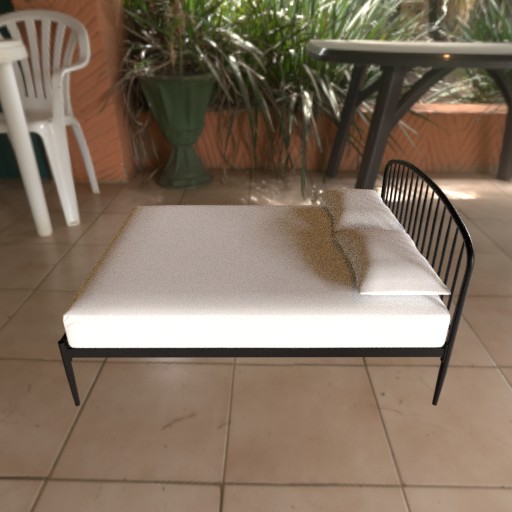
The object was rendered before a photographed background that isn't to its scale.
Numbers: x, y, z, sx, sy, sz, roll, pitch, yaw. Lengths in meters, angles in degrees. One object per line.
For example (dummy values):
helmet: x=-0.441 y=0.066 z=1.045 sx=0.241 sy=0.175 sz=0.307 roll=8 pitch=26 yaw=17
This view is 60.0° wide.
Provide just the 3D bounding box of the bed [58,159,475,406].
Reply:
bed: x=0.000 y=0.000 z=3.057 sx=2.159 sy=1.166 sz=1.618 roll=0 pitch=28 yaw=0
